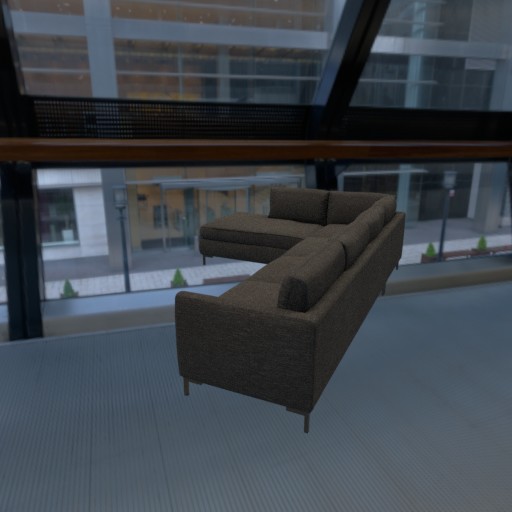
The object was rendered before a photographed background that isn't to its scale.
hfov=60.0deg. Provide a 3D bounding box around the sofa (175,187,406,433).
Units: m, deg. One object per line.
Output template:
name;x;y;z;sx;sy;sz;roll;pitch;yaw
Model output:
sofa;0.000;0.000;3.738;2.007;0.815;2.949;8;18;25
